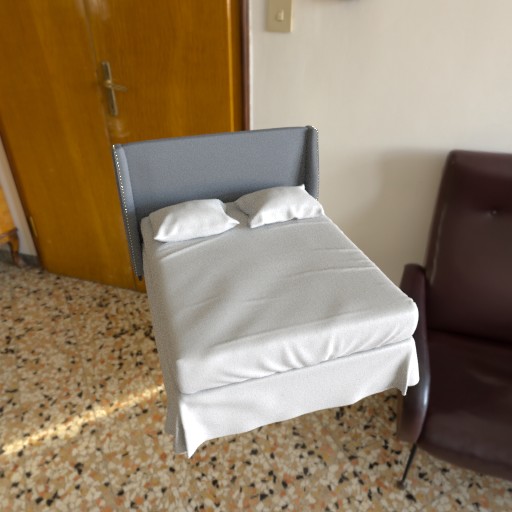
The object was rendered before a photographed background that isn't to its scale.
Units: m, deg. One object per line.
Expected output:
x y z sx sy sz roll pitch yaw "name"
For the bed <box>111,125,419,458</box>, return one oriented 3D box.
0.000 0.000 3.521 1.925 1.332 2.276 -10 34 -15 "bed"
